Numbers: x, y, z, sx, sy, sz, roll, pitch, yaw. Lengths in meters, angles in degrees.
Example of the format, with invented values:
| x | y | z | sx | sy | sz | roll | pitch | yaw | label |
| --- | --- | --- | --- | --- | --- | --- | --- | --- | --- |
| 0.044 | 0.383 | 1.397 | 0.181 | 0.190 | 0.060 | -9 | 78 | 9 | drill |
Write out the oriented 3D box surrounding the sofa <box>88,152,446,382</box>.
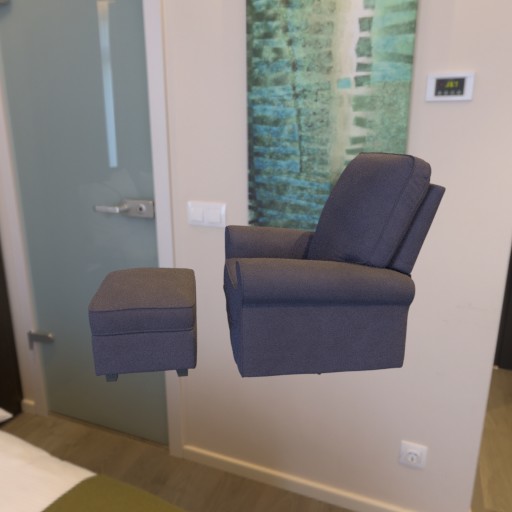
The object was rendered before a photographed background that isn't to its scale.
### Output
| x | y | z | sx | sy | sz | roll | pitch | yaw | label |
| --- | --- | --- | --- | --- | --- | --- | --- | --- | --- |
| 0.000 | 0.000 | 2.118 | 1.478 | 0.959 | 0.880 | -2 | 15 | -8 | sofa |
